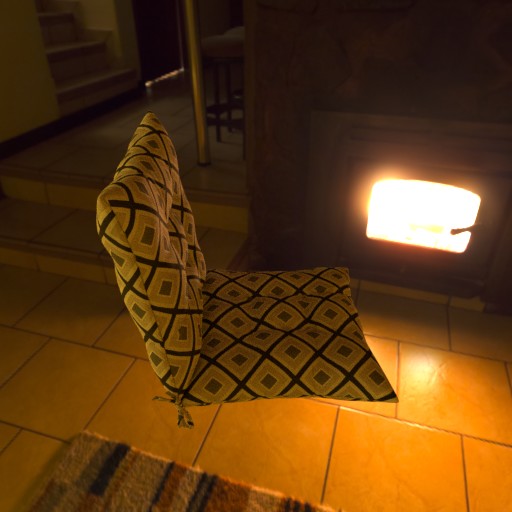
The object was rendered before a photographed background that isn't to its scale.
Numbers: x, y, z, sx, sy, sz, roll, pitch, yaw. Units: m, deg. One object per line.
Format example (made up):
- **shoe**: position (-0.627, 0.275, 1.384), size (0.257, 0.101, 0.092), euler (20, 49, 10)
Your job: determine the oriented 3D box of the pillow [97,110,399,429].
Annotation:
- **pillow**: position (0.000, 0.000, 1.013), size (0.585, 0.536, 0.541), euler (-2, 32, -2)
